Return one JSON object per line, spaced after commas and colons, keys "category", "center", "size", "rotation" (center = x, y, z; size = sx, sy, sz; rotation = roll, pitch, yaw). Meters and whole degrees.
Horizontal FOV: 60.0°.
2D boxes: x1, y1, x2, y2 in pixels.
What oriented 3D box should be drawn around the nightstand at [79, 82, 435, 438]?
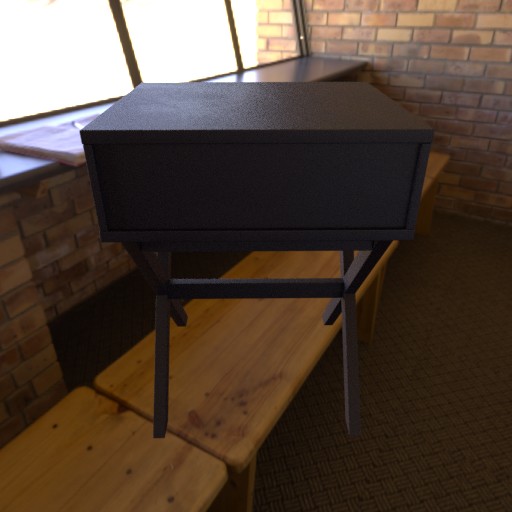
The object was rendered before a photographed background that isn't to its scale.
{"category": "nightstand", "center": [0.000, 0.000, 0.924], "size": [0.479, 0.623, 0.402], "rotation": [0, 30, -1]}
